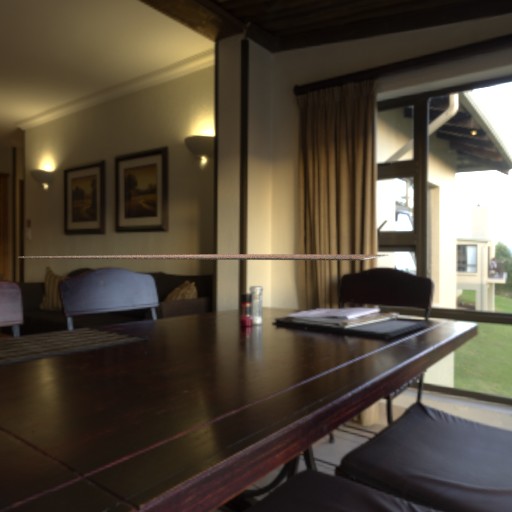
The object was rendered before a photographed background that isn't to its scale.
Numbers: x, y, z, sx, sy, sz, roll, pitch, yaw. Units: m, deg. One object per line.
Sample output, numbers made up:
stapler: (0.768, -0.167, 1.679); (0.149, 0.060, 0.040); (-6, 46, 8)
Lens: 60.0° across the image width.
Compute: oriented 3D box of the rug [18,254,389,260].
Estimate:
rug: (0.000, 0.000, 3.664); (2.005, 0.013, 2.890); (0, 1, 19)
